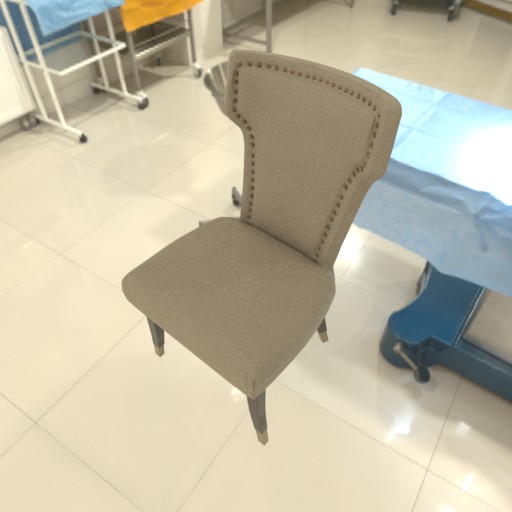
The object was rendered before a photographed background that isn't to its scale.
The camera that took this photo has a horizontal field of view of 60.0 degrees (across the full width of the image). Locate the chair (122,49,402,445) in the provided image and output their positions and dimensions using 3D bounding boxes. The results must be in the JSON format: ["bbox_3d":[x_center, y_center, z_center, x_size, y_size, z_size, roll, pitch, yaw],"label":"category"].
[{"bbox_3d":[0.000,0.000,1.309,0.526,0.955,0.630,31,53,27],"label":"chair"}]
